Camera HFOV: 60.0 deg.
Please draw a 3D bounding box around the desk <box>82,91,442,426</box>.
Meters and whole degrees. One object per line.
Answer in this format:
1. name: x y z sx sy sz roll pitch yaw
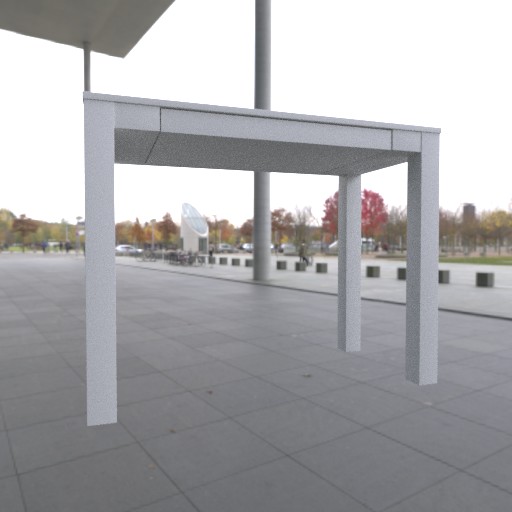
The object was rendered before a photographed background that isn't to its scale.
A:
1. desk: 0.000 0.000 1.398 0.990 0.762 0.497 -1 2 -19
